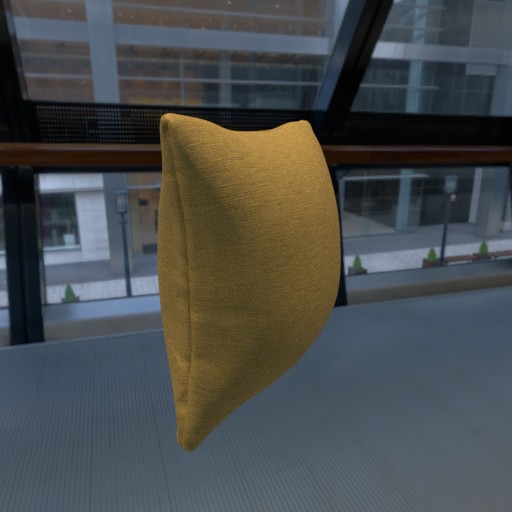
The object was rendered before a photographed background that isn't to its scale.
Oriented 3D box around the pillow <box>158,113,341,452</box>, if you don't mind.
[{"bbox_3d":[0.000,0.000,0.698,0.247,0.417,0.435,8,18,25],"label":"pillow"}]
